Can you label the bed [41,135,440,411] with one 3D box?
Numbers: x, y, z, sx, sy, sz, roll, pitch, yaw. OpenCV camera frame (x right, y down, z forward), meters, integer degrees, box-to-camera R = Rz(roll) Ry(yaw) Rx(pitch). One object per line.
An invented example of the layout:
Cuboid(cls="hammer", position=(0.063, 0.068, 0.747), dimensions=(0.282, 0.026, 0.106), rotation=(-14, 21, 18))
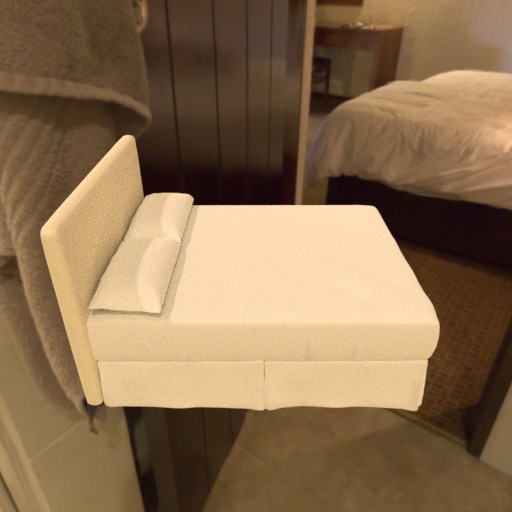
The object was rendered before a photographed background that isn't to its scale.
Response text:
Cuboid(cls="bed", position=(0.000, 0.000, 3.192), dimensions=(2.147, 1.330, 1.714), rotation=(0, 31, 0))
